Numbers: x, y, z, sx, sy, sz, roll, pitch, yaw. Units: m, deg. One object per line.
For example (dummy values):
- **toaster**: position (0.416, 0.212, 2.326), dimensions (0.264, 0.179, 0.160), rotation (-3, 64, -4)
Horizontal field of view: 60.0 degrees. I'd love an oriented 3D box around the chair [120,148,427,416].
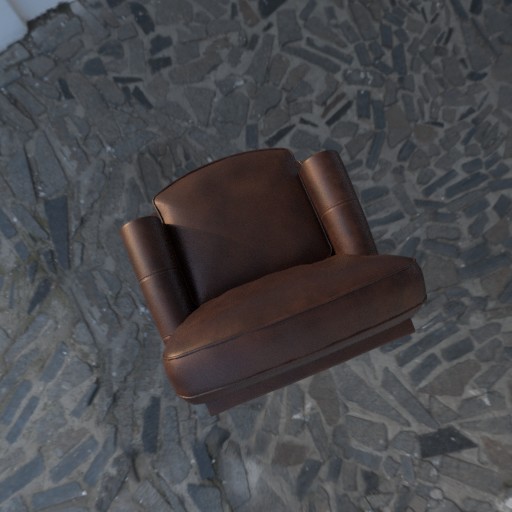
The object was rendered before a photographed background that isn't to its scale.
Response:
- **chair**: position (0.000, 0.000, 1.781), dimensions (0.936, 1.018, 0.986), rotation (-21, 76, -5)
